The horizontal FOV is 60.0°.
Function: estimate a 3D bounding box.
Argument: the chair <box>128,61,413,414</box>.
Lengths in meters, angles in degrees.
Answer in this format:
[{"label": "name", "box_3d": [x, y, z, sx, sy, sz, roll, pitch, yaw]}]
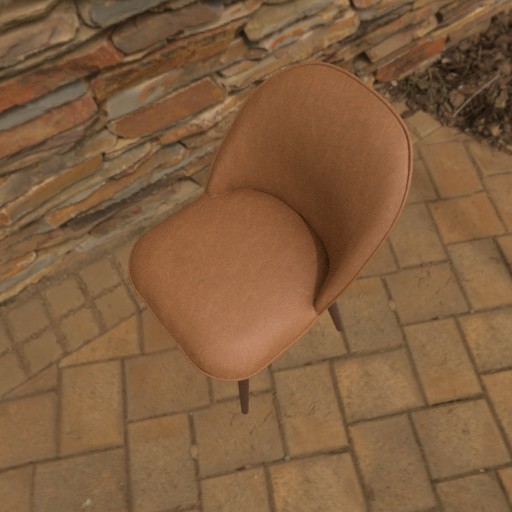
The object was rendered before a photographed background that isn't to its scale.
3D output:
[{"label": "chair", "box_3d": [0.000, 0.000, 1.222, 0.631, 0.831, 0.521, -37, 69, -17]}]
